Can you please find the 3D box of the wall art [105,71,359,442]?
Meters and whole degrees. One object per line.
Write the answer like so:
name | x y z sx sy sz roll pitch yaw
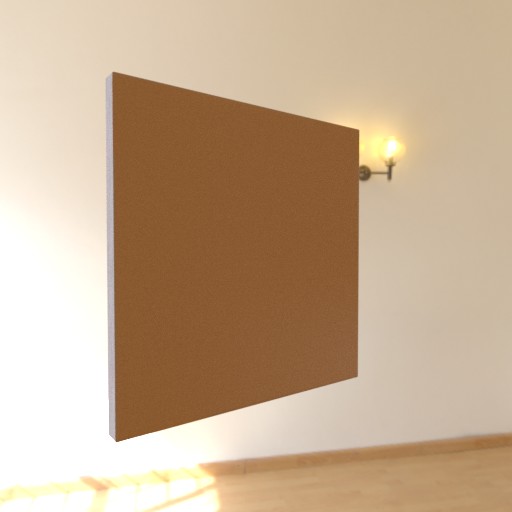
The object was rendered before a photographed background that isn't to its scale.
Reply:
wall art | 0.000 0.000 1.951 1.287 1.288 0.078 -1 2 -37
